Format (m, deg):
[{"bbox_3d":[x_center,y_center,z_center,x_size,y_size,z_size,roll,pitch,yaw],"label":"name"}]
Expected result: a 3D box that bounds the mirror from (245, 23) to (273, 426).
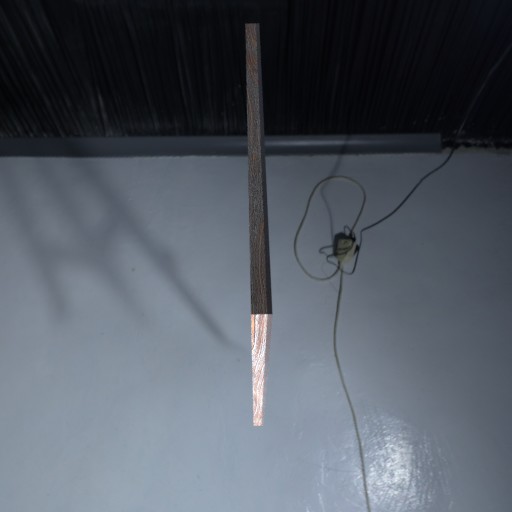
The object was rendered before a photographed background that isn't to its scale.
[{"bbox_3d":[0.000,0.000,1.220,0.032,0.882,0.730,-1,59,-1],"label":"mirror"}]
